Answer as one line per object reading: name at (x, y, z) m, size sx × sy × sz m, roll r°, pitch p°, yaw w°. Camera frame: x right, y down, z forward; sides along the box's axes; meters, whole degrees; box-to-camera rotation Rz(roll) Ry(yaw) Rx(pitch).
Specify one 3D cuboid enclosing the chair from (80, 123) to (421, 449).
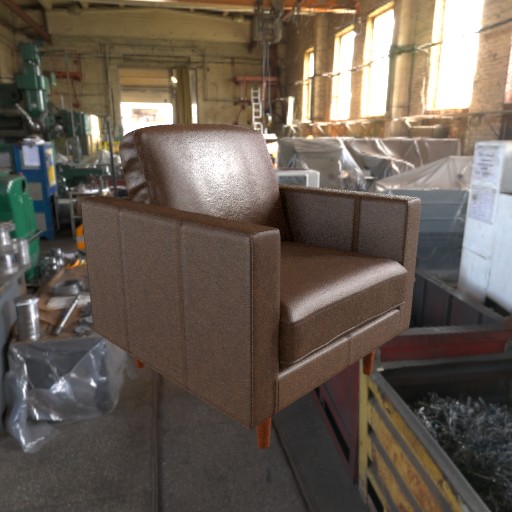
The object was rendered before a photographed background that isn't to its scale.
chair at (0.000, 0.000, 1.645) m, size 0.909 × 0.956 × 0.890 m, roll 14°, pitch 21°, yaw 43°
